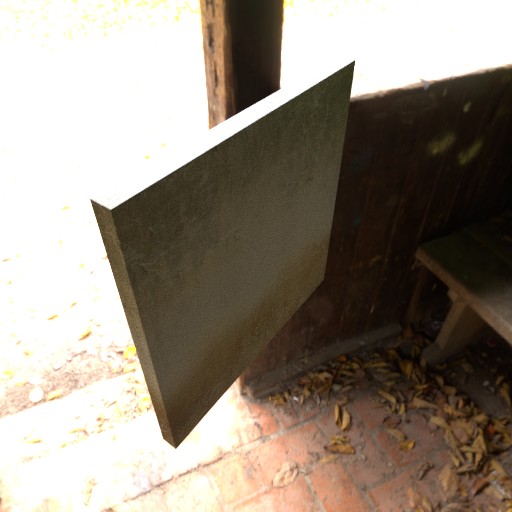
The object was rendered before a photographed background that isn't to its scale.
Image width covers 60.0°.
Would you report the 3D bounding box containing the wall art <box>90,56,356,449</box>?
[{"bbox_3d":[0.000,0.000,0.898,0.038,0.610,0.610,26,49,26],"label":"wall art"}]
